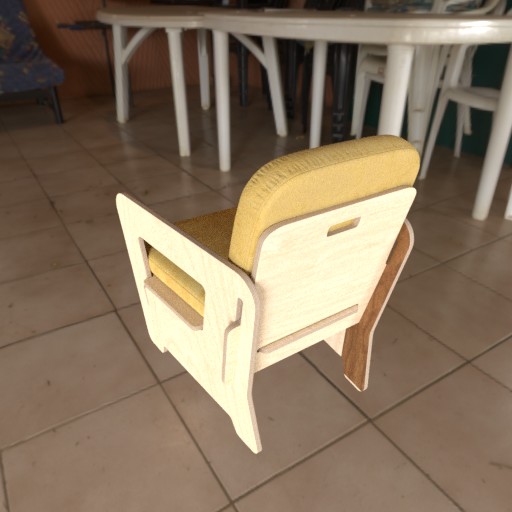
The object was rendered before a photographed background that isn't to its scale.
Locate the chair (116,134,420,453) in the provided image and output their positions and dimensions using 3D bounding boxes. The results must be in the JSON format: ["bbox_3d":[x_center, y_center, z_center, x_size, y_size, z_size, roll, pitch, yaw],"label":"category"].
[{"bbox_3d":[0.000,0.000,1.286,0.590,0.800,0.710,-18,35,-29],"label":"chair"}]
